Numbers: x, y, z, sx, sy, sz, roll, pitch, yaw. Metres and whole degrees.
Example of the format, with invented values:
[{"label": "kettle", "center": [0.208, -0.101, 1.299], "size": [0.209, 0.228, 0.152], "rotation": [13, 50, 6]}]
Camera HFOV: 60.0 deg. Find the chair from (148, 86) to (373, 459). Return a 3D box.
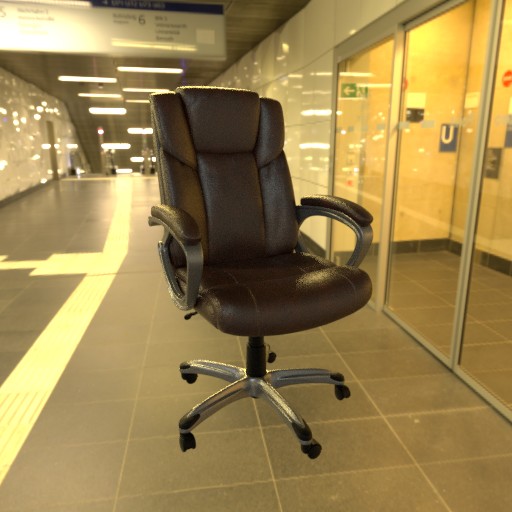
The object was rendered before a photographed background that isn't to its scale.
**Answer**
[{"label": "chair", "center": [0.000, 0.000, 1.494], "size": [0.656, 1.128, 0.692], "rotation": [-7, 16, -27]}]
